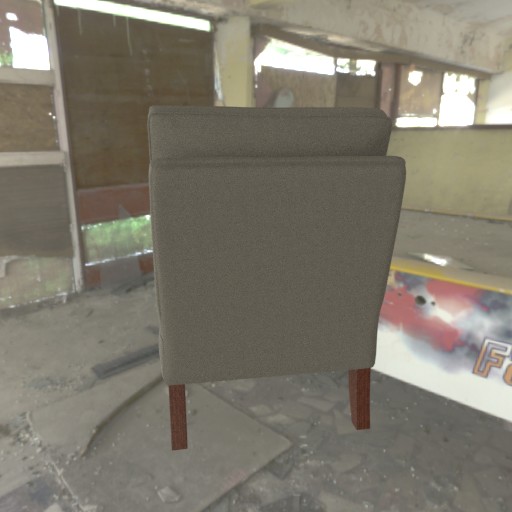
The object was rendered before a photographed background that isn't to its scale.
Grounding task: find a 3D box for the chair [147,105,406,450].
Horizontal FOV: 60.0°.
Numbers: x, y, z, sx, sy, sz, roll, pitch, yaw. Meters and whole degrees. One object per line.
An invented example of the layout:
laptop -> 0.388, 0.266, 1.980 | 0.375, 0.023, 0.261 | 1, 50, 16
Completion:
chair -> 0.000, 0.000, 1.674 | 0.724, 1.045, 0.924 | -2, 16, -9
